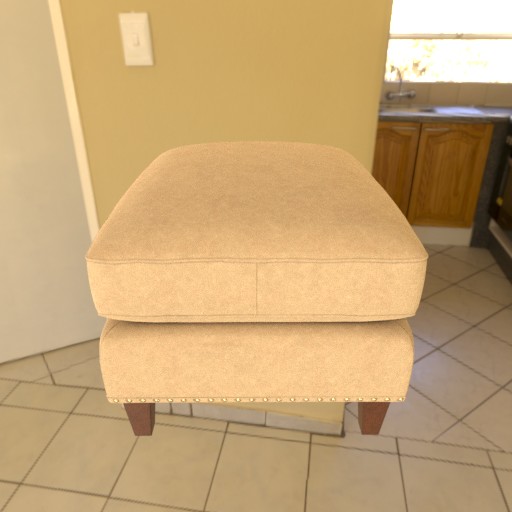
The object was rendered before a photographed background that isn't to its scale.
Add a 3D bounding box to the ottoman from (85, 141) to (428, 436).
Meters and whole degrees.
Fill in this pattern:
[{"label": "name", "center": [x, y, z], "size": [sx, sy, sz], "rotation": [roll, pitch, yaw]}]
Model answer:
[{"label": "ottoman", "center": [0.000, 0.000, 1.120], "size": [0.584, 0.513, 0.741], "rotation": [0, 26, 0]}]
